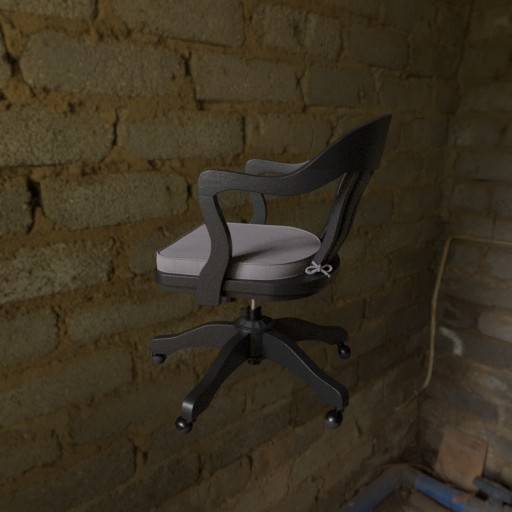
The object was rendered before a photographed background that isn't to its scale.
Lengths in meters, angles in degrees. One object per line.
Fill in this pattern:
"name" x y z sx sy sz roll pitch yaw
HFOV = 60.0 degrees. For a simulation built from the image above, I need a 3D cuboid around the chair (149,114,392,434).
"chair" 0.000 0.000 1.451 0.788 0.878 0.750 3 15 10
